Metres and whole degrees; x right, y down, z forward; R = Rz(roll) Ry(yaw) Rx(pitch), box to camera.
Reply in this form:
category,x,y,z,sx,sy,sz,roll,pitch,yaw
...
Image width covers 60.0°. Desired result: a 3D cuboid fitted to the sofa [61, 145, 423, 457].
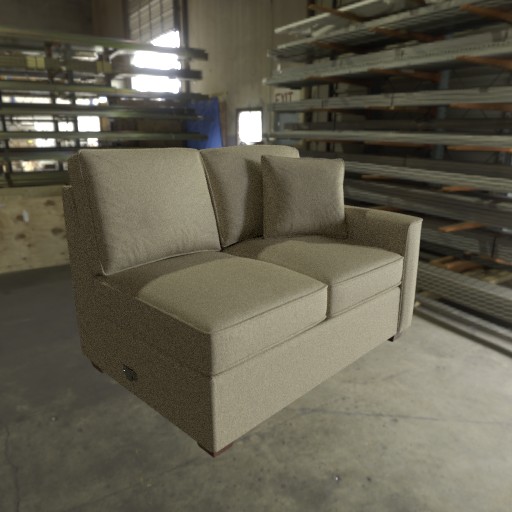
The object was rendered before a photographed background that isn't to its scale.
category,x,y,z,sx,sy,sz,roll,pitch,yaw
sofa,0.000,0.000,2.067,0.991,0.989,1.388,15,22,43
